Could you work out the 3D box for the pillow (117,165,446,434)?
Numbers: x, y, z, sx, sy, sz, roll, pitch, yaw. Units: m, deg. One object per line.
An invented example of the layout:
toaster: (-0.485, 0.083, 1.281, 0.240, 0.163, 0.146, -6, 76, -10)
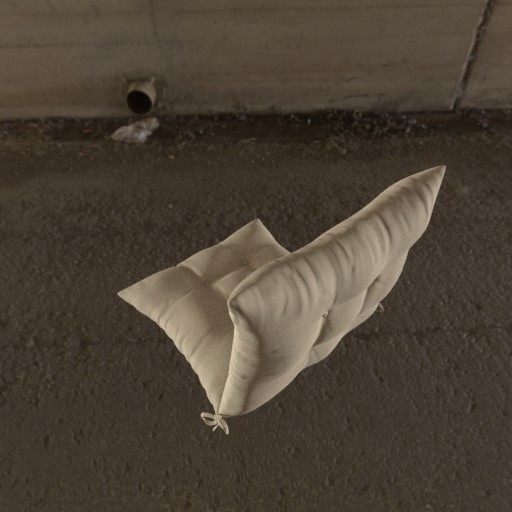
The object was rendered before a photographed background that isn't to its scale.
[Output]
pillow: (0.000, 0.000, 1.018, 0.541, 0.536, 0.585, -31, 53, -27)
